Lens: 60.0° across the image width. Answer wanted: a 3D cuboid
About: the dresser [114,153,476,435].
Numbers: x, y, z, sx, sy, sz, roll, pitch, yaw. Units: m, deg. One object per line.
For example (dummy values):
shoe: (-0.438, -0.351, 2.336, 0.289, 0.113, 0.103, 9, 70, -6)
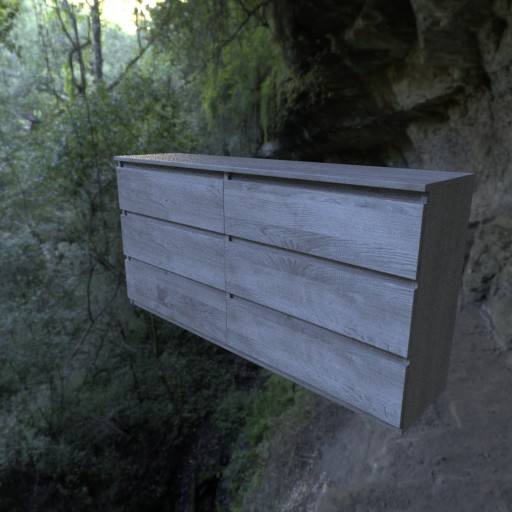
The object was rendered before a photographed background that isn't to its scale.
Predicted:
dresser: (0.000, 0.000, 1.931, 1.590, 0.795, 0.390, 15, 22, 41)
